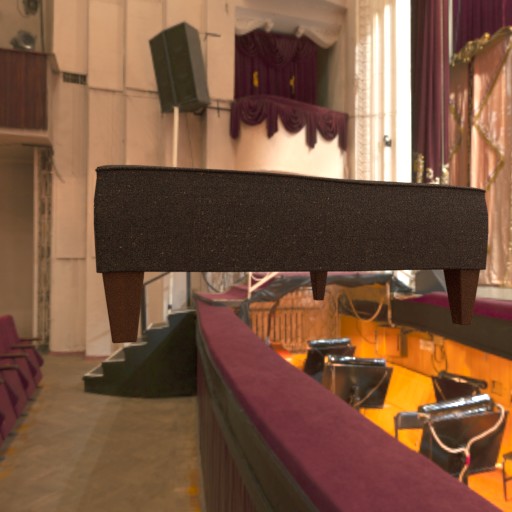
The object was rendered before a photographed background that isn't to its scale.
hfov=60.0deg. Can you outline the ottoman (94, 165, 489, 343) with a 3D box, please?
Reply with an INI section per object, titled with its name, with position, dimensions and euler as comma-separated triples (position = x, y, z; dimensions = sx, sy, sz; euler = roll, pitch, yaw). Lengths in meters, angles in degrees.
[ottoman]
position = 0.000, 0.000, 1.485
dimensions = 1.004, 0.382, 0.968
euler = 0, -1, -18
